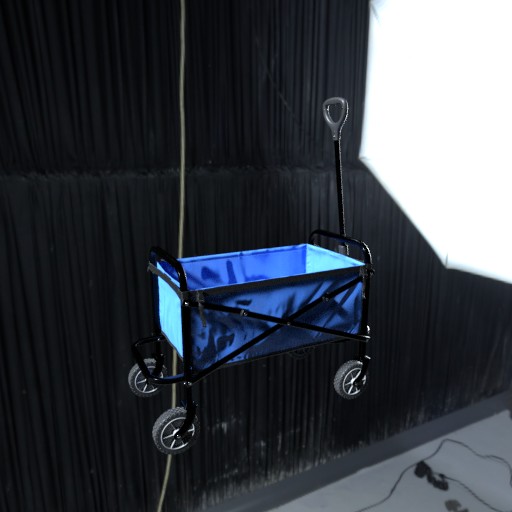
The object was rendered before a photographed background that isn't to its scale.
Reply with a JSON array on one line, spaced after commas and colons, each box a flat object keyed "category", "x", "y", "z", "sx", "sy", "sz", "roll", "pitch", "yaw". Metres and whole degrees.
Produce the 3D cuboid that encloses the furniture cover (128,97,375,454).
[{"category": "furniture cover", "x": 0.000, "y": 0.000, "z": 1.864, "sx": 1.038, "sy": 1.295, "sz": 0.532, "roll": -7, "pitch": 16, "yaw": -26}]
